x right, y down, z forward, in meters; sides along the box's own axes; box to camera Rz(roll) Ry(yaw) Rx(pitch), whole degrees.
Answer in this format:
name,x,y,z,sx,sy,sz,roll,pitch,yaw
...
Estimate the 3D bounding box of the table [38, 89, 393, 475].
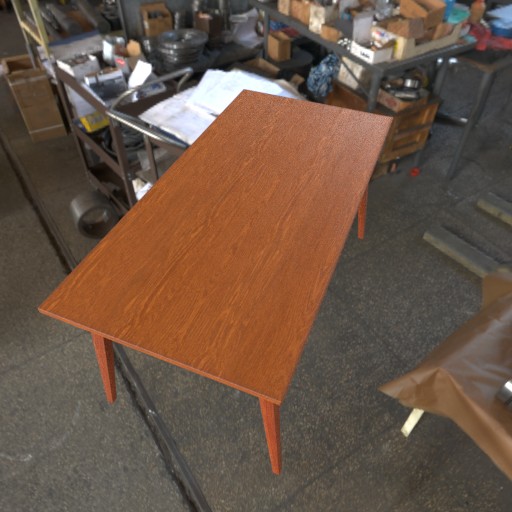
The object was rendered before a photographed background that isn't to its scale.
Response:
name,x,y,z,sx,sy,sz,roll,pitch,yaw
table,0.000,0.000,2.057,0.811,0.755,1.609,17,48,15
